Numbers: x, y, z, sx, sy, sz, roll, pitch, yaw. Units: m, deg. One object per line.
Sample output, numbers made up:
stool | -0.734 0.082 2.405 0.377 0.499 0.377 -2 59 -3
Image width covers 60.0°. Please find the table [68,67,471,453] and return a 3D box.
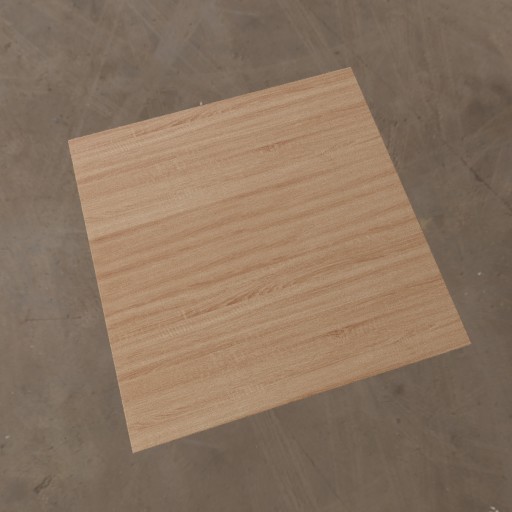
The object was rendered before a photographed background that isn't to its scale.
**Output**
table | 0.000 0.000 1.068 0.670 0.305 0.670 -16 74 -5
